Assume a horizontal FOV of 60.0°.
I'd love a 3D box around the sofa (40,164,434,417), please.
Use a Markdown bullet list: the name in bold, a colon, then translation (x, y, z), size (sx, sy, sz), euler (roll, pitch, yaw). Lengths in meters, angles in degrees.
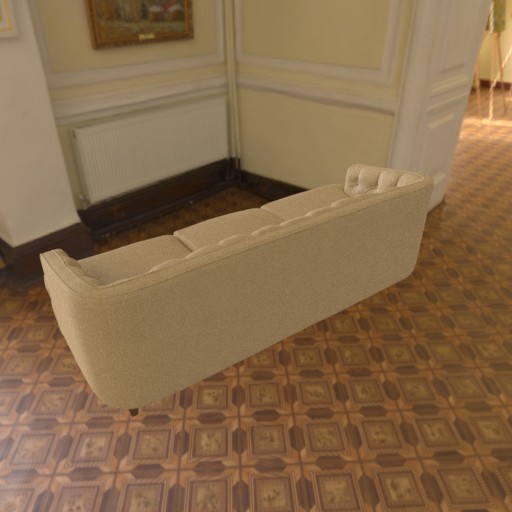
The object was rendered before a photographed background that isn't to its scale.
- **sofa**: translation (0.000, 0.000, 2.668), size (2.235, 0.788, 0.913), euler (-20, 37, -29)
